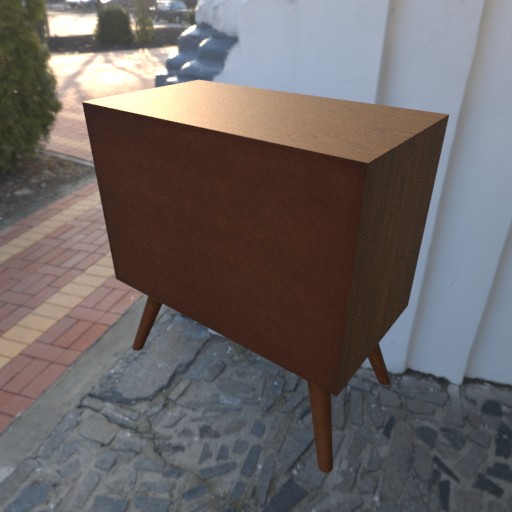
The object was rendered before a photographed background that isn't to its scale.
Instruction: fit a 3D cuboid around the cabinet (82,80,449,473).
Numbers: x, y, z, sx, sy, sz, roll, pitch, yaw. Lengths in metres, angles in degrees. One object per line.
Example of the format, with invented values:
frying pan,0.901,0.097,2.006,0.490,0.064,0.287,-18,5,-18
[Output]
cabinet,0.000,0.000,1.152,0.712,0.748,0.388,21,37,32
